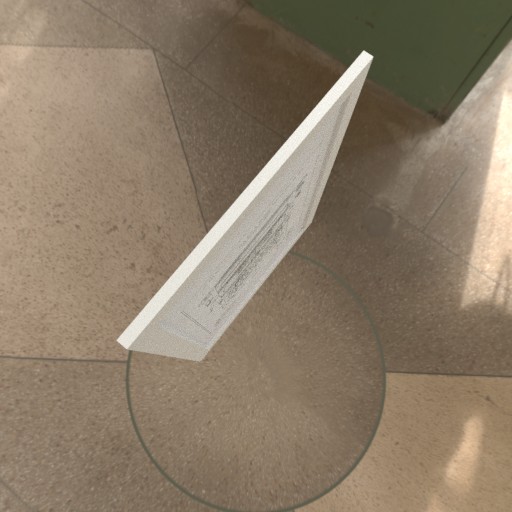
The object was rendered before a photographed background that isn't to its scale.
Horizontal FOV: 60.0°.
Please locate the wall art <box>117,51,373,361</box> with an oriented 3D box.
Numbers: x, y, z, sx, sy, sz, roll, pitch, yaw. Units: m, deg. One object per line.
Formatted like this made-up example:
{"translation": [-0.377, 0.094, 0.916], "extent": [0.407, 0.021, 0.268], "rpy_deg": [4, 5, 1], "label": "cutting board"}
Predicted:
{"translation": [0.000, 0.000, 0.684], "extent": [0.013, 0.533, 0.381], "rpy_deg": [37, 78, 9], "label": "wall art"}
